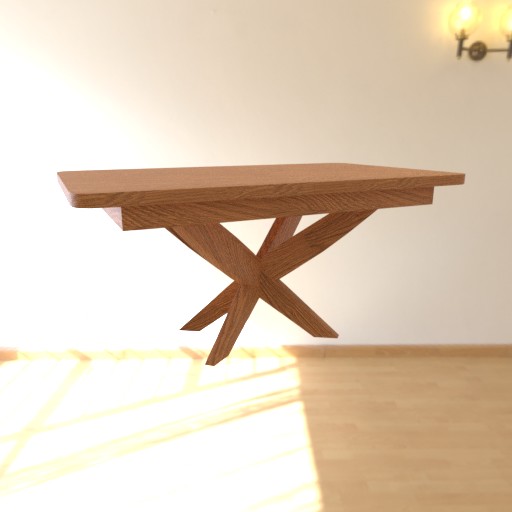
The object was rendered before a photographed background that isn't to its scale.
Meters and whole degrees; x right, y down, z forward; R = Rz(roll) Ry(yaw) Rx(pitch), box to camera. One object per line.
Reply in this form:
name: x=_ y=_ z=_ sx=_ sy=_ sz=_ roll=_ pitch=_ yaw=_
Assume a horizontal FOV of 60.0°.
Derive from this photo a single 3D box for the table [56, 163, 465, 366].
table: x=0.000 y=0.000 z=2.074 sx=1.600 sy=0.770 sz=0.950 roll=-7 pitch=17 yaw=-25
